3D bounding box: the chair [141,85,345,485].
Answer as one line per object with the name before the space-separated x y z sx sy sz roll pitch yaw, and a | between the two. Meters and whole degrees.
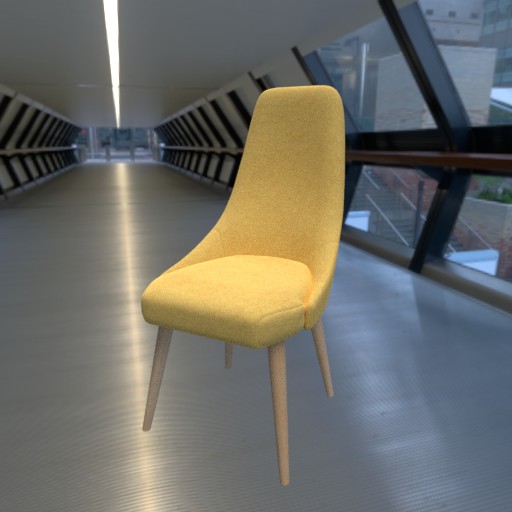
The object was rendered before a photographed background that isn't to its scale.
chair | 0.000 0.000 1.369 0.510 1.040 0.660 8 17 27
